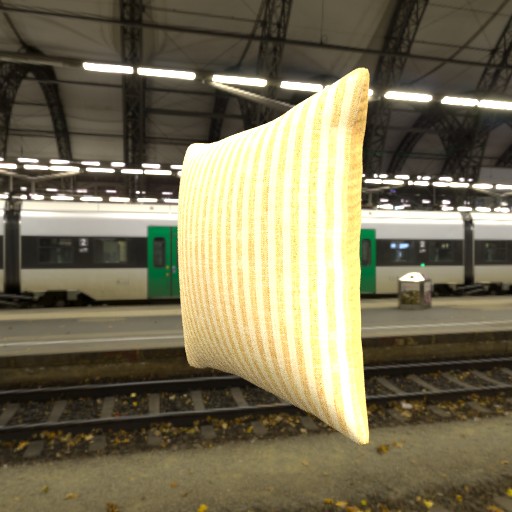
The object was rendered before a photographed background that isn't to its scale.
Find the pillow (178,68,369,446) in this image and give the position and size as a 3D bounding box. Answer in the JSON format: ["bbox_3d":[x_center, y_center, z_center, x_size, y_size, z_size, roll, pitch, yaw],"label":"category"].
[{"bbox_3d":[0.000,0.000,0.646,0.173,0.407,0.419,0,0,-35],"label":"pillow"}]
